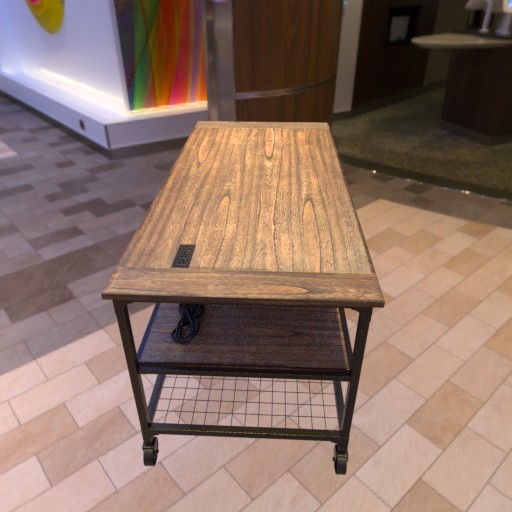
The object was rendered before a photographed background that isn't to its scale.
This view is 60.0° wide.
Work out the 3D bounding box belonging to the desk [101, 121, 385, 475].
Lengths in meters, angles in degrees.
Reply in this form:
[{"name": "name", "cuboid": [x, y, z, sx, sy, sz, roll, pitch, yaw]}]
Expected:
[{"name": "desk", "cuboid": [0.000, 0.000, 1.964, 0.711, 0.751, 1.590, 1, 33, 2]}]
